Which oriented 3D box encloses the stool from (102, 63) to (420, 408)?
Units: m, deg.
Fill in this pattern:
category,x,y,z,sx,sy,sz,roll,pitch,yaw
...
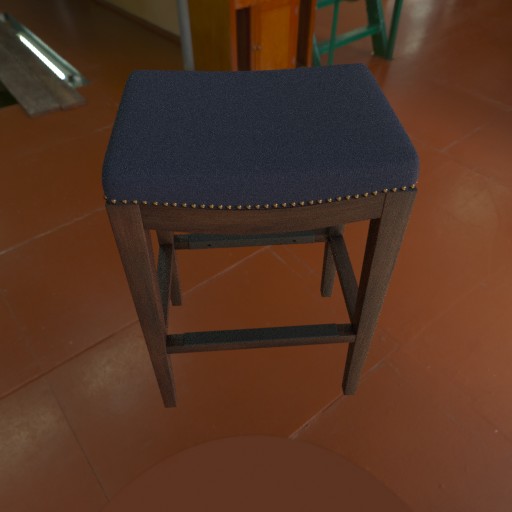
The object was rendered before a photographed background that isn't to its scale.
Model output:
category,x,y,z,sx,sy,sz,roll,pitch,yaw
stool,0.000,0.000,1.018,0.498,0.740,0.358,-3,46,-3
